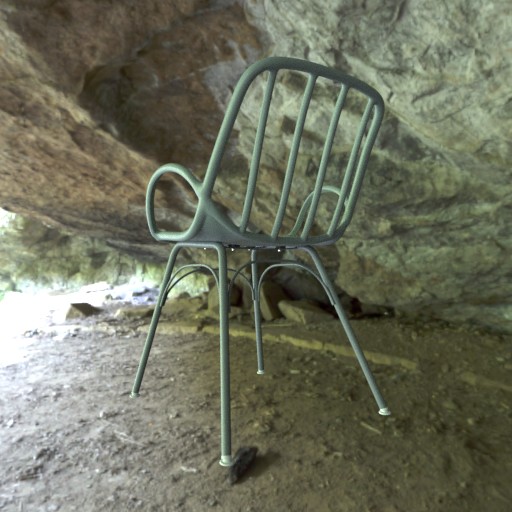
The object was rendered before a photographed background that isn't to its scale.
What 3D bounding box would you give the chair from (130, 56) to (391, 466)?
[{"bbox_3d":[0.000,0.000,1.202,0.549,0.816,0.597,1,-1,-36],"label":"chair"}]
